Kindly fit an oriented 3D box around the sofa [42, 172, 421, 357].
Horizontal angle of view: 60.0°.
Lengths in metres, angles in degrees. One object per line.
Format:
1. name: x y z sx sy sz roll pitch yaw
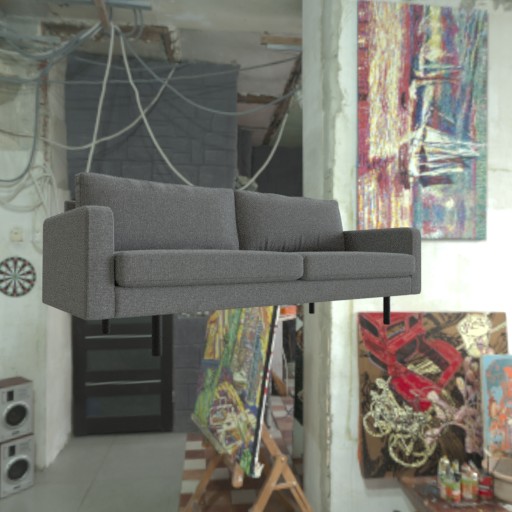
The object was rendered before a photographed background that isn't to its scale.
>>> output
1. sofa: 0.000 0.000 2.668 2.200 0.880 0.880 0 0 -36
